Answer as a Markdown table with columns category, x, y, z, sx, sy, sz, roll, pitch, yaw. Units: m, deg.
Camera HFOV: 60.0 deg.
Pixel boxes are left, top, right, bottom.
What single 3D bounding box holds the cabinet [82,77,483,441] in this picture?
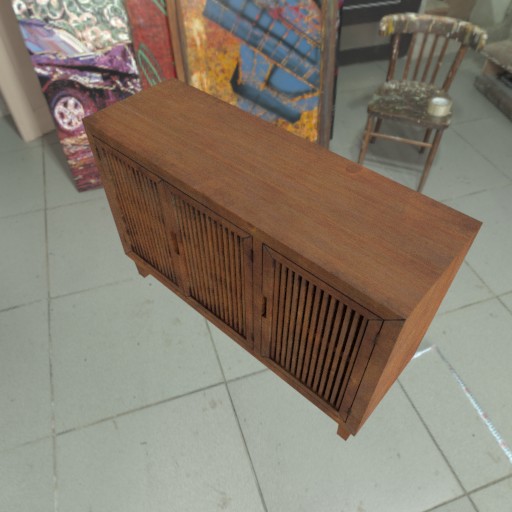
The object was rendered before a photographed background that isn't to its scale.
| category | x | y | z | sx | sy | sz | roll | pitch | yaw |
| --- | --- | --- | --- | --- | --- | --- | --- | --- | --- |
| cabinet | 0.000 | 0.000 | 1.604 | 1.204 | 0.805 | 0.403 | 33 | 56 | 27 |
